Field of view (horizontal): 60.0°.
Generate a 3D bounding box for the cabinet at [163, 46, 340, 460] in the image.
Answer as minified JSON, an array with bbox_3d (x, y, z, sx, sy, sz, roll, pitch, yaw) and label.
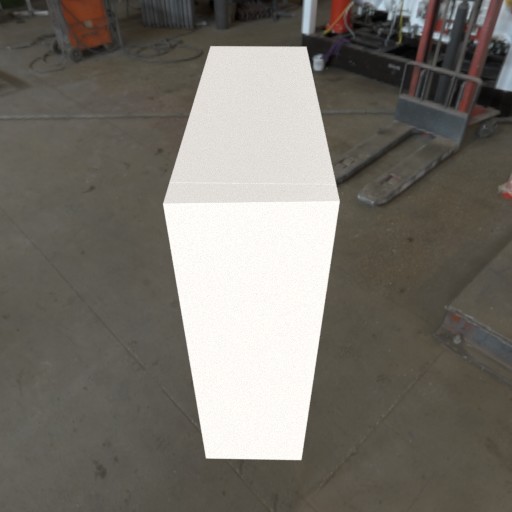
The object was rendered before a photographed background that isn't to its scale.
[{"bbox_3d":[0.000,0.000,1.617,0.348,1.150,0.990,1,42,1],"label":"cabinet"}]
